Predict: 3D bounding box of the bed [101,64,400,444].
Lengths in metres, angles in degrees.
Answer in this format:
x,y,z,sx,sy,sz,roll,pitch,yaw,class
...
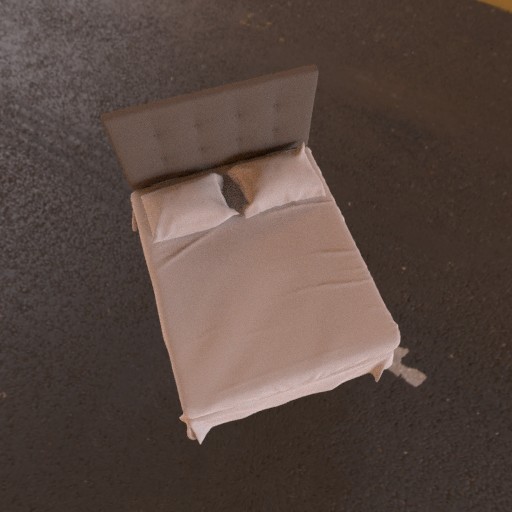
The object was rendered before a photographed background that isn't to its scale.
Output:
x,y,z,sx,sy,sz,roll,pitch,yaw,class
0.000,0.000,3.479,1.936,1.577,2.222,-16,65,-8,bed
